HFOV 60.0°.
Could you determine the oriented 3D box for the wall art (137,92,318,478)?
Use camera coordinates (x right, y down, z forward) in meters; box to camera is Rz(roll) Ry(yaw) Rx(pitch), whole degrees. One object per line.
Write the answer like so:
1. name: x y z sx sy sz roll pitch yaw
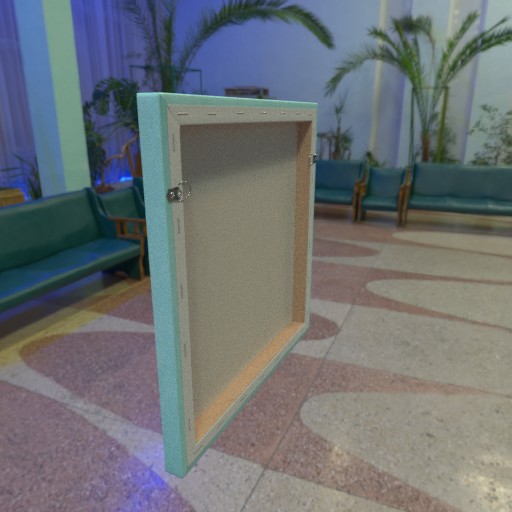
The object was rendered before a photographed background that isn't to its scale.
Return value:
1. wall art: 0.000 0.000 1.150 0.054 0.766 0.765 9 20 25
